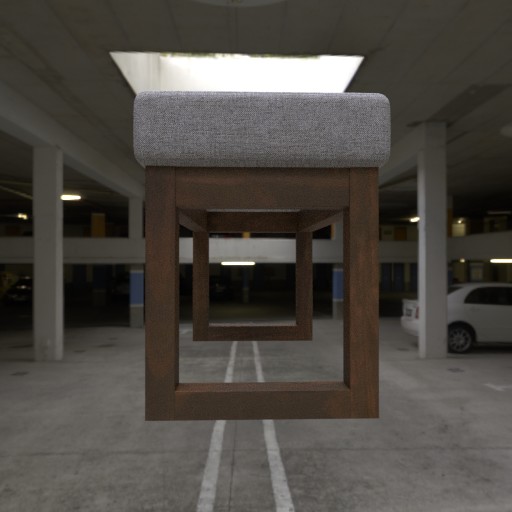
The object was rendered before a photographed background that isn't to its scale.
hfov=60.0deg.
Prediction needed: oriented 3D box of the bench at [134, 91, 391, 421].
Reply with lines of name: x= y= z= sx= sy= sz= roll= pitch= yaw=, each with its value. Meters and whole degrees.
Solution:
bench: x=0.000 y=0.000 z=0.950 sx=0.366 sy=0.467 sz=0.681 roll=0 pitch=0 yaw=-2
